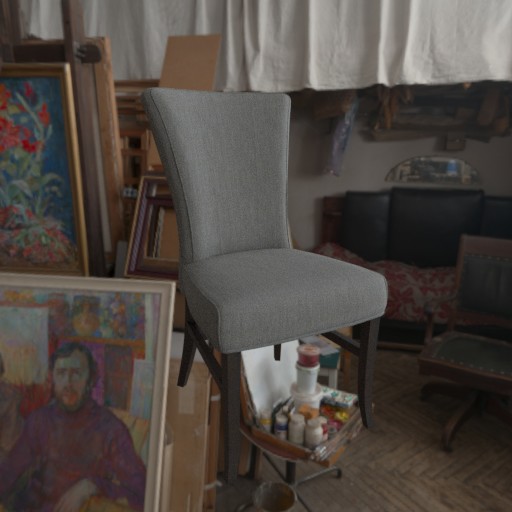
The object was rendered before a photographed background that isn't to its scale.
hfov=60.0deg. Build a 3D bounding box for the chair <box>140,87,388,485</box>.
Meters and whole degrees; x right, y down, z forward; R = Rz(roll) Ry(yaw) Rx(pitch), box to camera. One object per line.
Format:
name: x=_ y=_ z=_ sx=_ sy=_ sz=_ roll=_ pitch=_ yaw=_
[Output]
chair: x=0.000 y=0.000 z=1.362 sx=0.520 sy=0.991 sz=0.660 roll=-8 pitch=18 yaw=-27
